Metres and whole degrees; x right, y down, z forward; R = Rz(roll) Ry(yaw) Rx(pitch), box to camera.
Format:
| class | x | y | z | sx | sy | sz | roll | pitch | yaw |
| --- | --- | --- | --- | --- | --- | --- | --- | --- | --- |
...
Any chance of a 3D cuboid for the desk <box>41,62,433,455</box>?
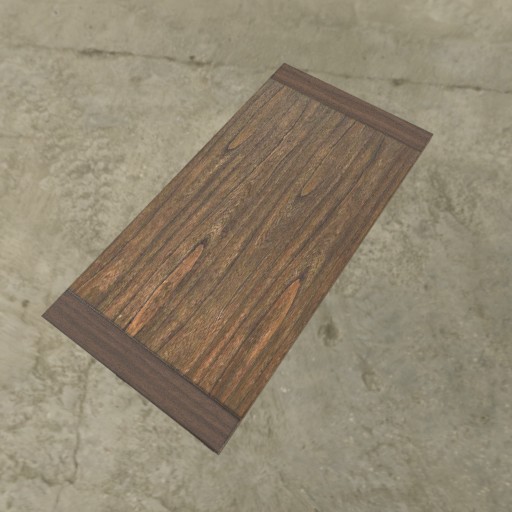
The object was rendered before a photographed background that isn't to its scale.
| class | x | y | z | sx | sy | sz | roll | pitch | yaw |
| --- | --- | --- | --- | --- | --- | --- | --- | --- | --- |
| desk | 0.000 | 0.000 | 2.034 | 0.784 | 0.725 | 1.543 | 32 | 68 | 15 |
